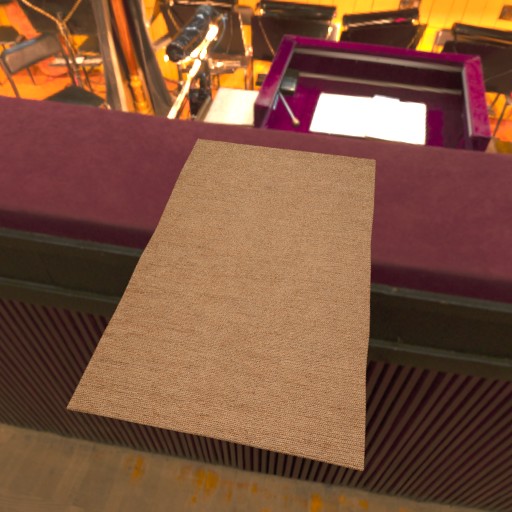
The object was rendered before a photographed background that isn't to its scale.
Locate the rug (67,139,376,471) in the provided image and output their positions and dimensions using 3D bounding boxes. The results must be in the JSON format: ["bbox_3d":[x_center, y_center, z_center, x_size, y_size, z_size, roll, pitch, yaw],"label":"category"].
[{"bbox_3d":[0.000,0.000,2.980,1.533,0.011,2.439,9,50,7],"label":"rug"}]
